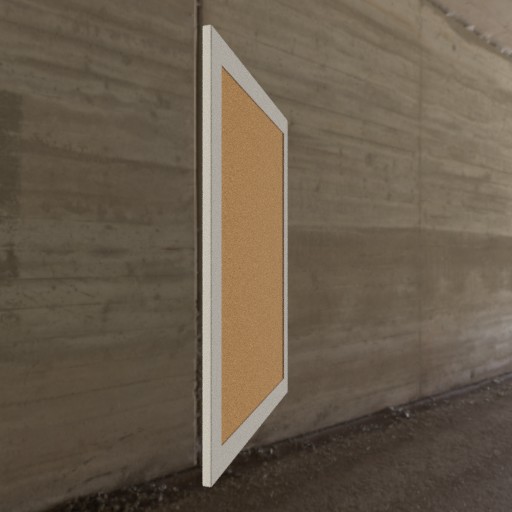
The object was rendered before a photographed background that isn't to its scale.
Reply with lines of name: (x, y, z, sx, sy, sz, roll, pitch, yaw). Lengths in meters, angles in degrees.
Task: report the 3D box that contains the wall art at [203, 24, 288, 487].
wall art: (0.000, 0.000, 0.685, 0.012, 0.529, 0.374, 0, 0, 17)
